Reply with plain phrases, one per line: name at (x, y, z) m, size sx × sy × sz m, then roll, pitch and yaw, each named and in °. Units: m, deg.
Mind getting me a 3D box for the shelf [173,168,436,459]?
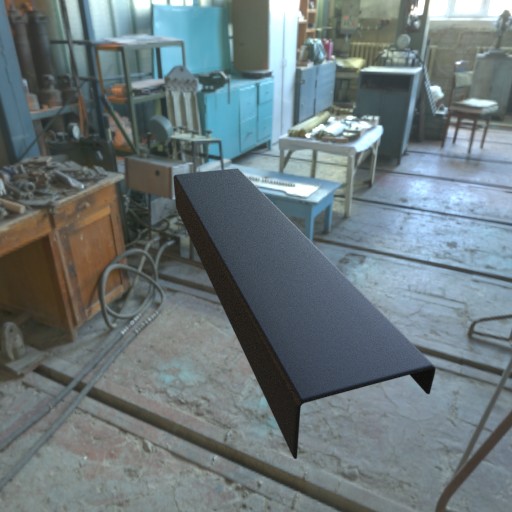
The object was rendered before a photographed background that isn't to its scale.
shelf at (0.000, 0.000, 0.482) m, size 0.102 × 0.053 × 0.456 m, roll -9°, pitch 30°, yaw -16°
